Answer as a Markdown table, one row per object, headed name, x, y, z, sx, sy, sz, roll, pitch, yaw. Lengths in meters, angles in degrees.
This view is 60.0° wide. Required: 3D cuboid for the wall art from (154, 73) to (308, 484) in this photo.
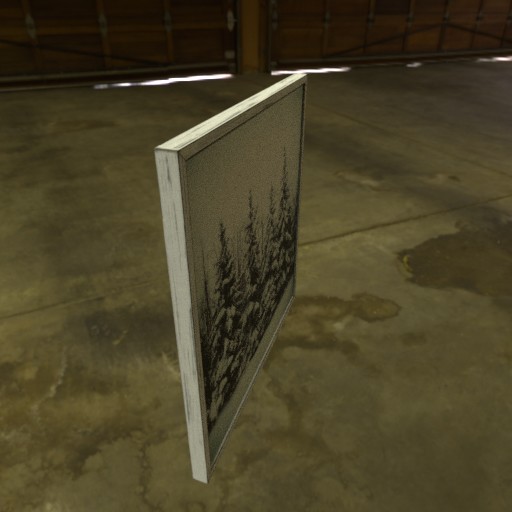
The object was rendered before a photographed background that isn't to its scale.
| name | x | y | z | sx | sy | sz | roll | pitch | yaw |
| --- | --- | --- | --- | --- | --- | --- | --- | --- | --- |
| wall art | 0.000 | 0.000 | 1.119 | 0.037 | 0.761 | 0.761 | 10 | 32 | 17 |
